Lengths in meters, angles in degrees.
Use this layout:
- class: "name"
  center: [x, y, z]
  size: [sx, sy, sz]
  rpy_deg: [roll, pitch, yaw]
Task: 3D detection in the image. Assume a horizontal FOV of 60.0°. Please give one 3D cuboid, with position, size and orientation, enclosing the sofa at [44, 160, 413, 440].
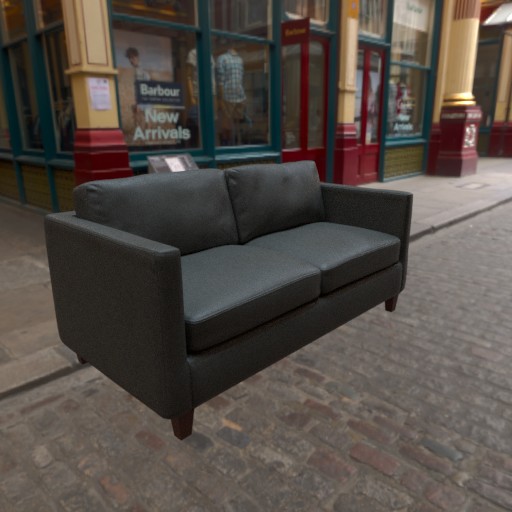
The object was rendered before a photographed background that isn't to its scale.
- class: "sofa"
  center: [0.000, 0.000, 2.436]
  size: [0.951, 0.933, 1.883]
  rpy_deg: [15, 22, 42]
